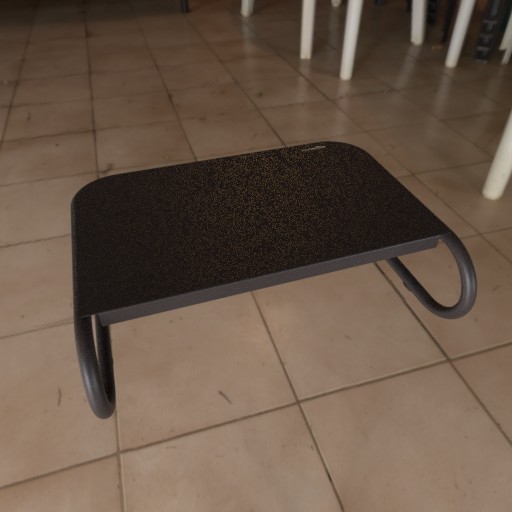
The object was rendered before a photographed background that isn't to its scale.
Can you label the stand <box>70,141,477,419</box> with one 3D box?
[{"bbox_3d":[0.000,0.000,0.496,0.370,0.108,0.280,-12,43,-14],"label":"stand"}]
